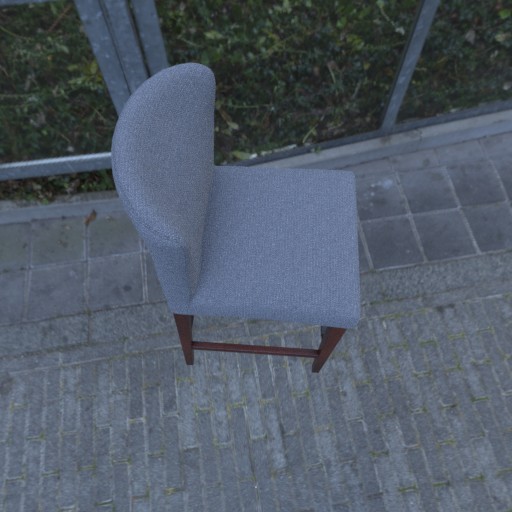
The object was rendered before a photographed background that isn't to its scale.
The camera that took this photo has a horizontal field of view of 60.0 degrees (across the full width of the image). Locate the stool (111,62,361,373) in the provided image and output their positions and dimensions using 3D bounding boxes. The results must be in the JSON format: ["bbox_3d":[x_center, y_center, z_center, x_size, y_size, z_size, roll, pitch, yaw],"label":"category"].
[{"bbox_3d":[0.000,0.000,1.343,0.568,1.069,0.486,4,63,2],"label":"stool"}]
